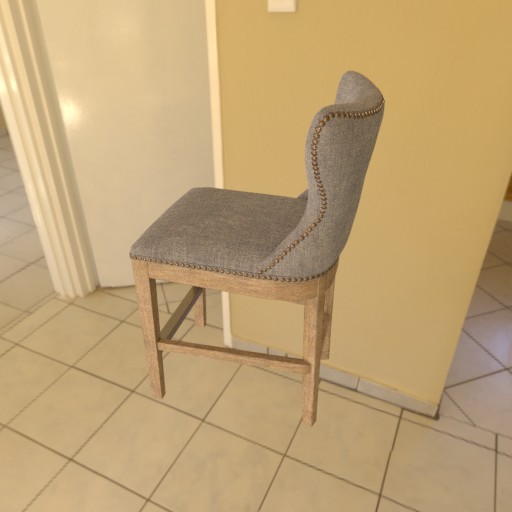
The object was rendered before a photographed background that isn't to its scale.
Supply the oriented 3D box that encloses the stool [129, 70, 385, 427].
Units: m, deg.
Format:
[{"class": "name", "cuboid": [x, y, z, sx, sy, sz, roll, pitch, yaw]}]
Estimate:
[{"class": "stool", "cuboid": [0.000, 0.000, 1.315, 0.608, 0.981, 0.498, 9, 33, 14]}]
